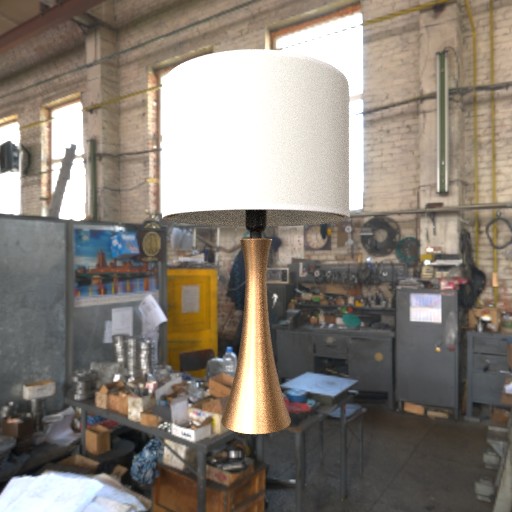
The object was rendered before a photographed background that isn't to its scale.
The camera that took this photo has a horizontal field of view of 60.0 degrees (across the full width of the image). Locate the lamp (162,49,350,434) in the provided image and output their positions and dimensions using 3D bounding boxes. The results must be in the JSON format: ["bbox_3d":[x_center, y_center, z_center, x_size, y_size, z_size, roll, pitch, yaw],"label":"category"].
[{"bbox_3d":[0.000,0.000,0.647,0.268,0.479,0.268,0,-1,0],"label":"lamp"}]
